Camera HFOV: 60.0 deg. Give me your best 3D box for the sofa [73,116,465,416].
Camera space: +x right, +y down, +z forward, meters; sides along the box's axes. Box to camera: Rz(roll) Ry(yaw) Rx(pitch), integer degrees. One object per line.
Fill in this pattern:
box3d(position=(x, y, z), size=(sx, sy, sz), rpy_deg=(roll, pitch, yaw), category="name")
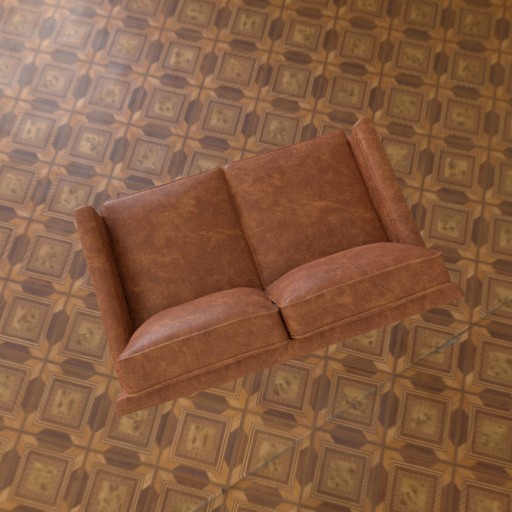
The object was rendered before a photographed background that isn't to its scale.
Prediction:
box3d(position=(0.000, 0.000, 2.252), size=(1.597, 1.003, 1.084), rpy_deg=(-18, 76, -5), category="sofa")
